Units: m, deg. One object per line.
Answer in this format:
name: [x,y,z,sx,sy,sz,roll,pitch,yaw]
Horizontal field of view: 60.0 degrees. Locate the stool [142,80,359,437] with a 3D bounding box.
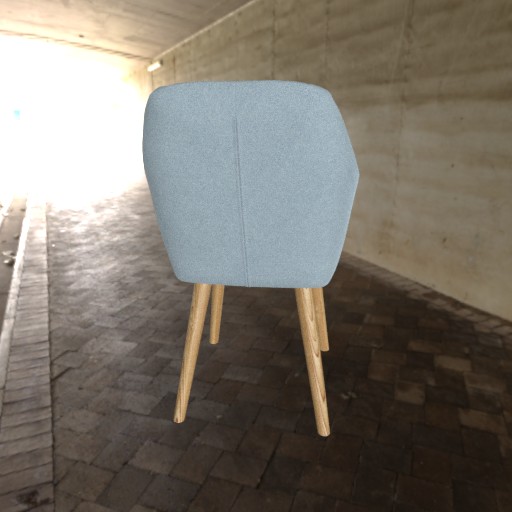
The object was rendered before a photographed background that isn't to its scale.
stool: [0.000,0.000,1.192,0.503,0.830,0.590,2,17,7]
